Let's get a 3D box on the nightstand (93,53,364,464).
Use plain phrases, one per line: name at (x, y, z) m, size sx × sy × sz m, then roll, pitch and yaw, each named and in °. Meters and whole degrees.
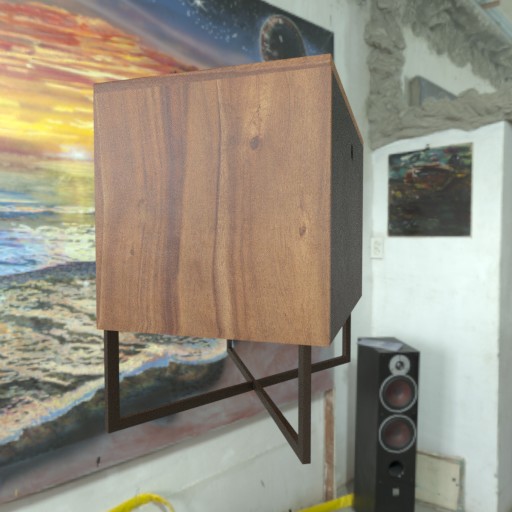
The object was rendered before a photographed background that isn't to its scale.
nightstand at (0.000, 0.000, 1.010) m, size 0.427 × 0.615 × 0.613 m, roll 1°, pitch 2°, yaw 18°
